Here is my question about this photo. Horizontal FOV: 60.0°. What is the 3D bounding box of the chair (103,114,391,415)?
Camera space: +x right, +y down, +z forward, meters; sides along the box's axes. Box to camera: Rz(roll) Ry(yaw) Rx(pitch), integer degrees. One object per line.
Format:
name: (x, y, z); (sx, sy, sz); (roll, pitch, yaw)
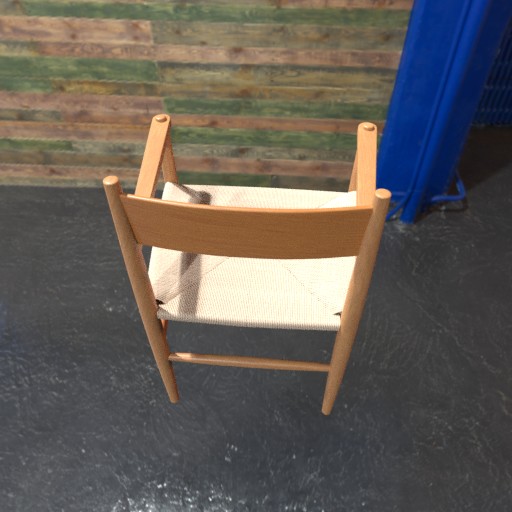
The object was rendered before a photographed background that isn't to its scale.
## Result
chair: (0.000, 0.000, 1.112); (0.556, 0.762, 0.495); (3, 46, 3)
